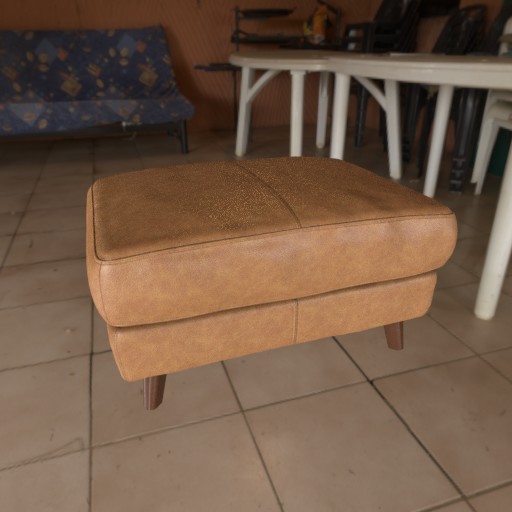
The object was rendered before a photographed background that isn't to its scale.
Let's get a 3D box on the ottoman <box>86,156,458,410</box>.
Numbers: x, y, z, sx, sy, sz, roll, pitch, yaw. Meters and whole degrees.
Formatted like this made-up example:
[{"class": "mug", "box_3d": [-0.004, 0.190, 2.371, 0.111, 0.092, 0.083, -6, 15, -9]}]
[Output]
[{"class": "ottoman", "box_3d": [0.000, 0.000, 1.251, 0.869, 0.461, 0.630, -9, 27, -17]}]
